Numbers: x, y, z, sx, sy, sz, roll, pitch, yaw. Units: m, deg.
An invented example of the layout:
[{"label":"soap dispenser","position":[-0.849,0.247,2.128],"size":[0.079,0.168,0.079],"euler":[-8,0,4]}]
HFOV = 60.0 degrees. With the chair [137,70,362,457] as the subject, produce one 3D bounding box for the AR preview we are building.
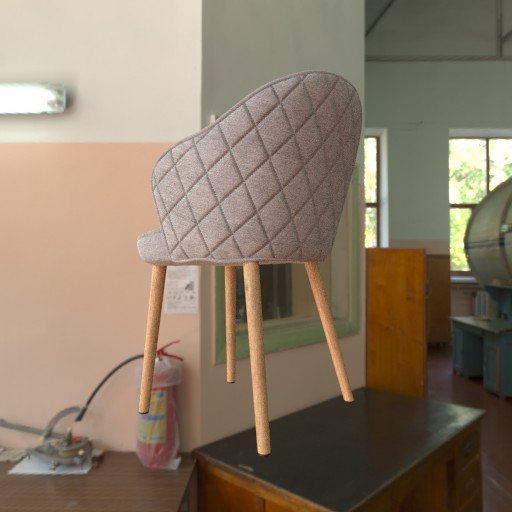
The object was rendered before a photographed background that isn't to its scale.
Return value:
[{"label":"chair","position":[0.000,0.000,1.156],"size":[0.530,0.800,0.540],"euler":[-1,-2,35]}]
